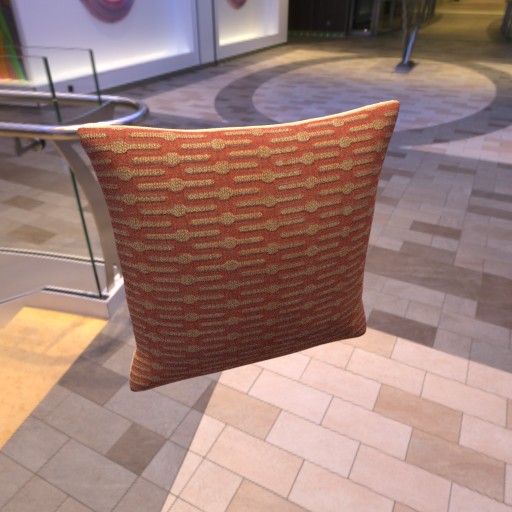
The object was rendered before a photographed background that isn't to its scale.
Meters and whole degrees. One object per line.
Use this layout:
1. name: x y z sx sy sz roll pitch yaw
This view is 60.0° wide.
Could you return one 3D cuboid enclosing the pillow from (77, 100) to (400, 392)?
1. pillow: 0.000 0.000 0.790 0.511 0.503 0.182 -10 34 -16
